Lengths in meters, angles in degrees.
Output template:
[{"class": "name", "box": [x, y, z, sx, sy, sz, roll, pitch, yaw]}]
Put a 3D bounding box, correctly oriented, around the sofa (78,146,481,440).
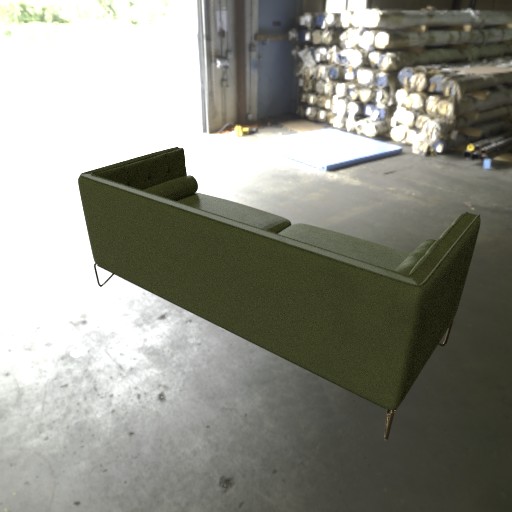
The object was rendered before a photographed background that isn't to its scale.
[{"class": "sofa", "box": [0.000, 0.000, 2.540, 2.087, 0.789, 0.867, 20, 34, 32]}]
